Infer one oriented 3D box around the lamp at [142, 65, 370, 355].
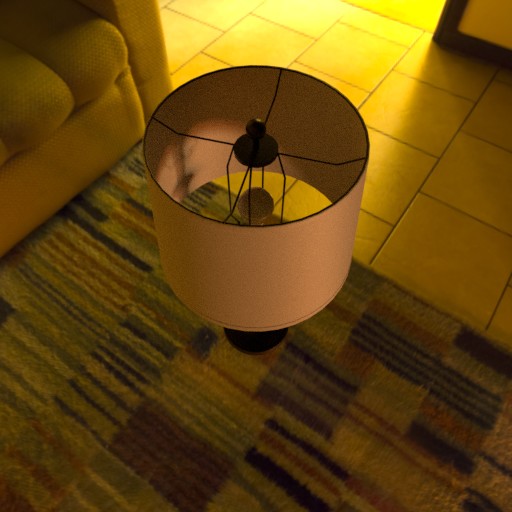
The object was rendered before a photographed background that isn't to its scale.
[{"bbox_3d":[0.000,0.000,0.936,0.383,0.726,0.383,0,58,0],"label":"lamp"}]
